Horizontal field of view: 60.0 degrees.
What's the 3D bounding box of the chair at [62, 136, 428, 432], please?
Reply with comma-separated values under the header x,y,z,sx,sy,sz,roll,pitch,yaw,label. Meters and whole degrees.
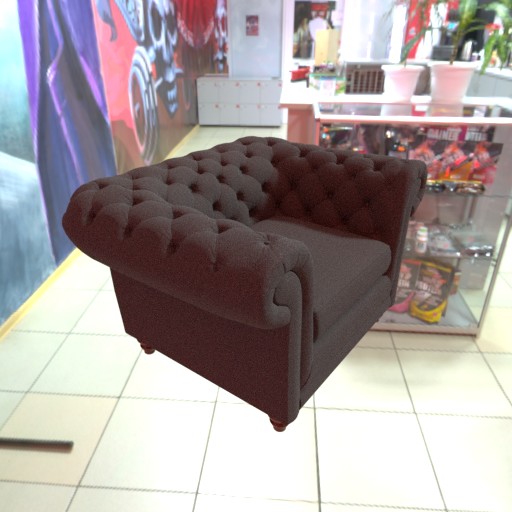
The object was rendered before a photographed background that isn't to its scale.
x,y,z,sx,sy,sz,roll,pitch,yaw,label
0.000,0.000,1.897,0.976,0.770,1.270,19,33,32,chair
